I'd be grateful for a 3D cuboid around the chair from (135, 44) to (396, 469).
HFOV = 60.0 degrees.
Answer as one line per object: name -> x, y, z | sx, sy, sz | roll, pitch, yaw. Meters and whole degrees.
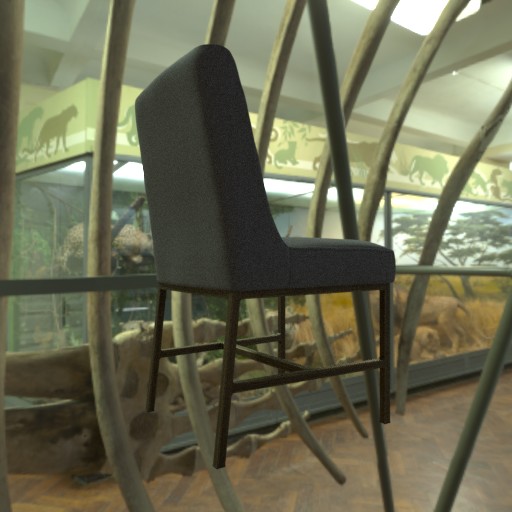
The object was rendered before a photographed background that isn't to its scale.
chair -> 0.000, 0.000, 1.233 | 0.587, 0.889, 0.508 | 0, -1, -34
